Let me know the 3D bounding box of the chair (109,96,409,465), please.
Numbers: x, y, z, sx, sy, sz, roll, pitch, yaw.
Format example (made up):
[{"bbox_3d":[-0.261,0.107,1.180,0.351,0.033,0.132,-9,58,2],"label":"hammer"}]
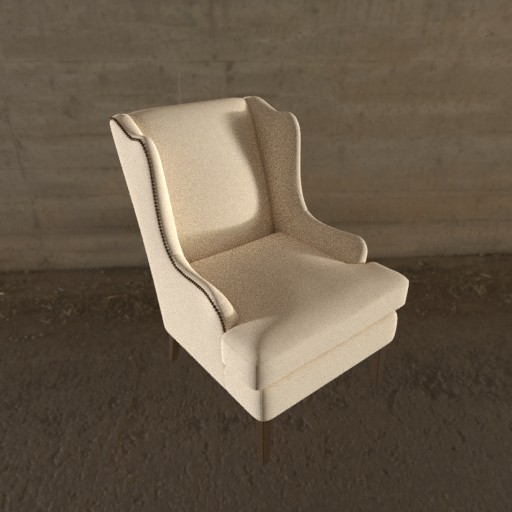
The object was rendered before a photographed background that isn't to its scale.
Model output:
[{"bbox_3d":[0.000,0.000,1.722,0.737,1.029,0.940,-21,35,-33],"label":"chair"}]
